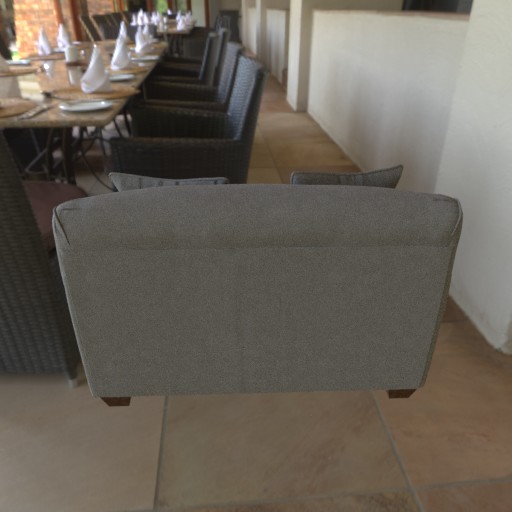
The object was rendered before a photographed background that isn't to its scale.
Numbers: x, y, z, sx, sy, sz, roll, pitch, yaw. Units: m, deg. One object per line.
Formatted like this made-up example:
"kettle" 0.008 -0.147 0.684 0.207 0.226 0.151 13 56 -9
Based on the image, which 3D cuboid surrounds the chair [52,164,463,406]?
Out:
"chair" 0.000 0.000 2.044 1.395 0.953 0.992 -1 29 -2
